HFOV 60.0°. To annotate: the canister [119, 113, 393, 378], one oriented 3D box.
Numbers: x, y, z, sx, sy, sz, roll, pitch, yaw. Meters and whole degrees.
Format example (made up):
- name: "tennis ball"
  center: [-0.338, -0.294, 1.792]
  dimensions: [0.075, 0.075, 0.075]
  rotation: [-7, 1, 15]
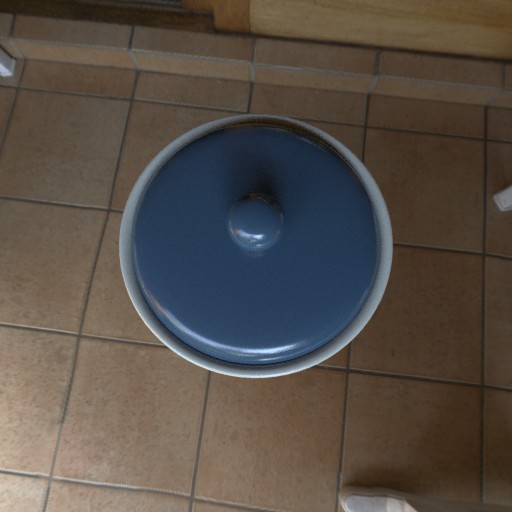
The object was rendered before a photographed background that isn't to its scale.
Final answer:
- name: "canister"
  center: [0.000, 0.000, 0.351]
  dimensions: [0.182, 0.208, 0.182]
  rotation: [0, 77, 0]
